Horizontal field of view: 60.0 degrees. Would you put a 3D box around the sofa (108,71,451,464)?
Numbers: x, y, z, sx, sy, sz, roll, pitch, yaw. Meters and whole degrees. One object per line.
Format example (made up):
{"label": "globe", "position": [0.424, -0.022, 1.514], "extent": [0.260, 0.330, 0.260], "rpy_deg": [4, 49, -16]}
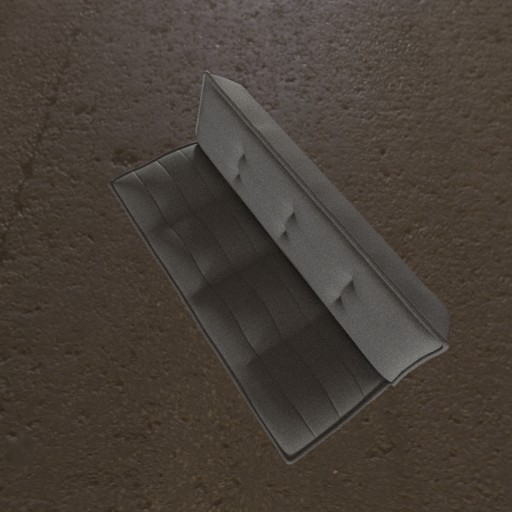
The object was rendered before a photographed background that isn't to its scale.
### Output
{"label": "sofa", "position": [0.000, 0.000, 2.479], "extent": [0.950, 0.890, 1.940], "rpy_deg": [-31, 67, -15]}
